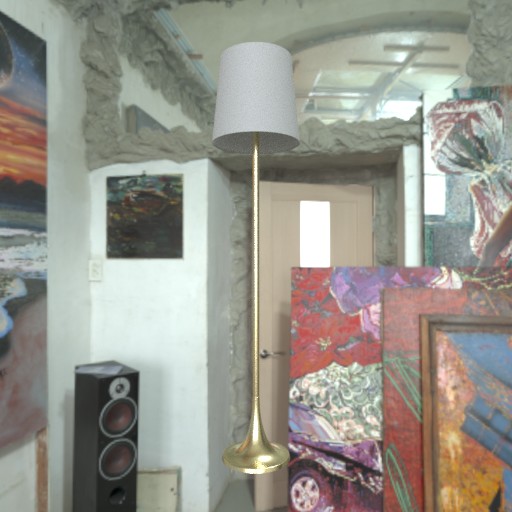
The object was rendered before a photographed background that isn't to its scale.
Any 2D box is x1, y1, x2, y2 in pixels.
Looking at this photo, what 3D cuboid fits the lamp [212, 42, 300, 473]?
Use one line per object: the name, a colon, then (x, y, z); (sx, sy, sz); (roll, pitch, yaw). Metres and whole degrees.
lamp: (0.000, 0.000, 1.707); (0.337, 1.543, 0.337); (0, -1, 0)
